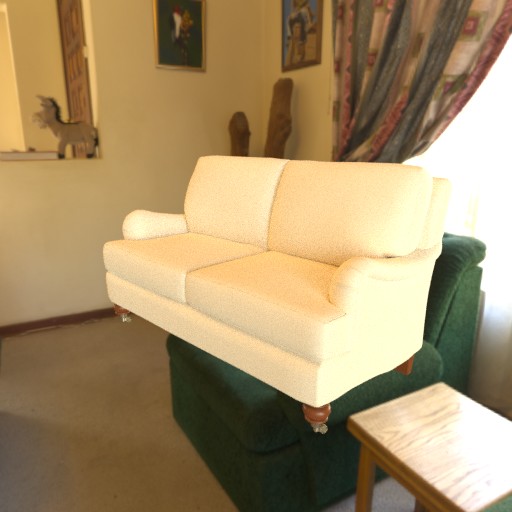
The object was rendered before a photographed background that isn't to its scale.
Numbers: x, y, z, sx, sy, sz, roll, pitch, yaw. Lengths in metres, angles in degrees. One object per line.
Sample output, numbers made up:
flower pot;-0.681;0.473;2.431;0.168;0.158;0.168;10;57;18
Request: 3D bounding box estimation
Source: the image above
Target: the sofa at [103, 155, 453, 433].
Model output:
sofa;0.000;0.000;2.609;1.084;1.101;1.853;-14;21;-43
